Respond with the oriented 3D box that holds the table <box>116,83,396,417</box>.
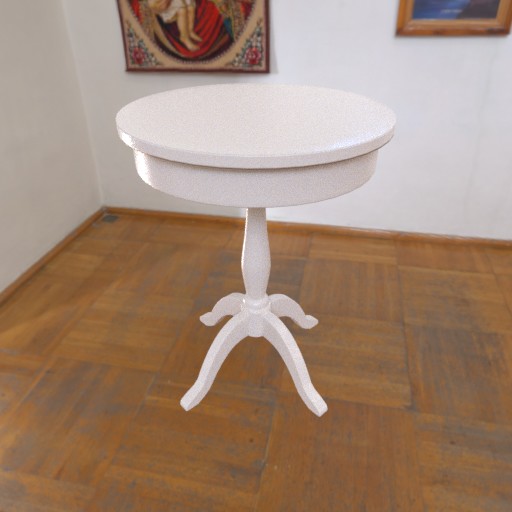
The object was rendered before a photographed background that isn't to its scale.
[{"bbox_3d":[0.000,0.000,1.009,0.513,0.653,0.513,0,32,0],"label":"table"}]
